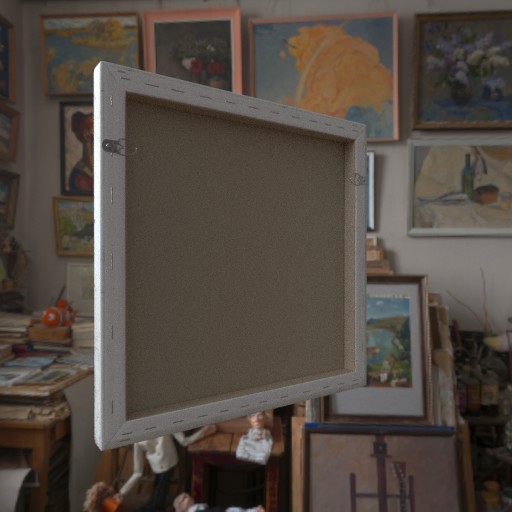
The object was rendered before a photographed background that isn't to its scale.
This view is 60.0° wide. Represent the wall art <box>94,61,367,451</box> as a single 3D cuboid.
[{"bbox_3d":[0.000,0.000,0.875,0.610,0.611,0.040,0,0,-35],"label":"wall art"}]
